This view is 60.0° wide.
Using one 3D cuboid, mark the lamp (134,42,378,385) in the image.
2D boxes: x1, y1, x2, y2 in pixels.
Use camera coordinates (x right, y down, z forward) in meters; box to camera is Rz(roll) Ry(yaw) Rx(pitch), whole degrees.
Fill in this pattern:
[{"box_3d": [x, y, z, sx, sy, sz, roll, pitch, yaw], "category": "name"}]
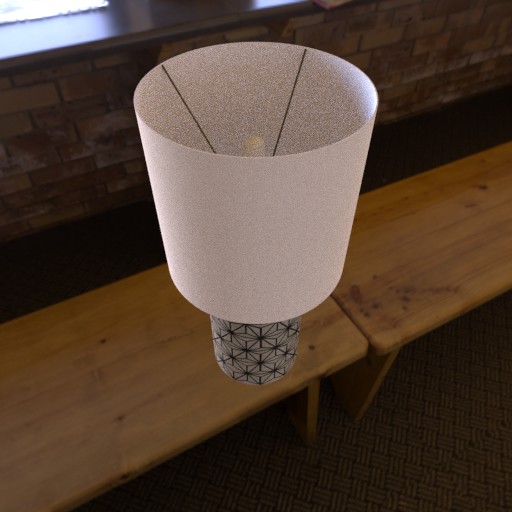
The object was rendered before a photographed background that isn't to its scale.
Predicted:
[{"box_3d": [0.000, 0.000, 0.531, 0.206, 0.416, 0.206, 23, 51, 20], "category": "lamp"}]
